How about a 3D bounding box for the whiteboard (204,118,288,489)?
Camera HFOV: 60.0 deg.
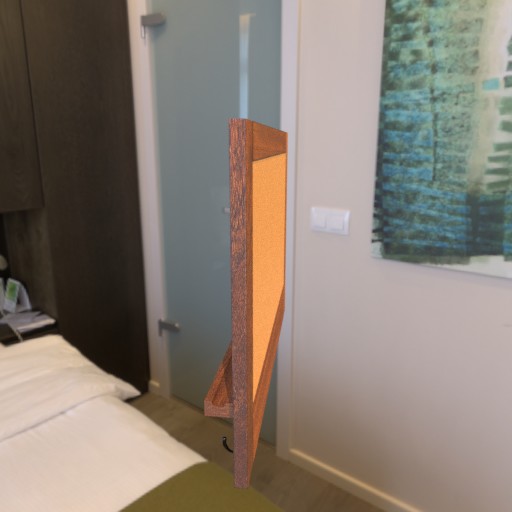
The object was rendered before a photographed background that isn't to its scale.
[{"bbox_3d":[0.000,0.000,1.011,0.083,0.559,0.783,2,14,8],"label":"whiteboard"}]
